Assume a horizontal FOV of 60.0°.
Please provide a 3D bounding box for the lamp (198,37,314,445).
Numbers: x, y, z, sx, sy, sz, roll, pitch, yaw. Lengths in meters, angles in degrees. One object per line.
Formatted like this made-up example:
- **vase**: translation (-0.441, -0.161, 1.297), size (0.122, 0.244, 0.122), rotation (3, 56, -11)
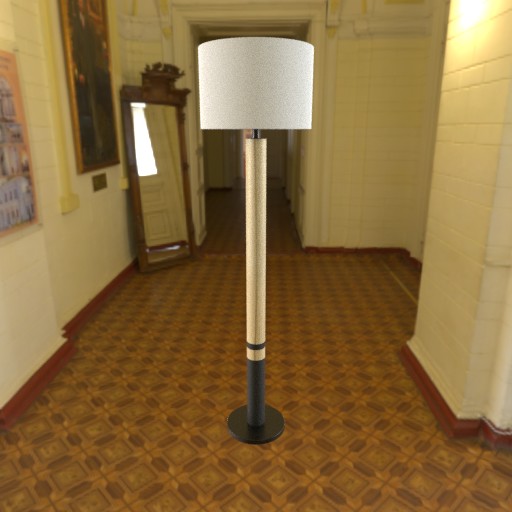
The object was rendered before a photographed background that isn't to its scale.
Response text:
- **lamp**: translation (0.000, 0.000, 1.664), size (0.381, 1.478, 0.381), rotation (-14, 21, -42)
